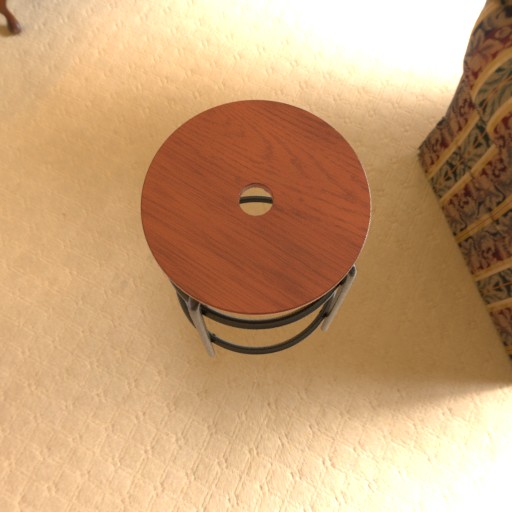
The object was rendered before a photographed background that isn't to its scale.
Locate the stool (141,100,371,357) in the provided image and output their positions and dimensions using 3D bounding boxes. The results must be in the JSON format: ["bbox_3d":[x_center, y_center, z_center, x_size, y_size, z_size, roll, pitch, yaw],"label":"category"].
[{"bbox_3d":[0.000,0.000,0.935,0.455,0.610,0.455,32,77,8],"label":"stool"}]
